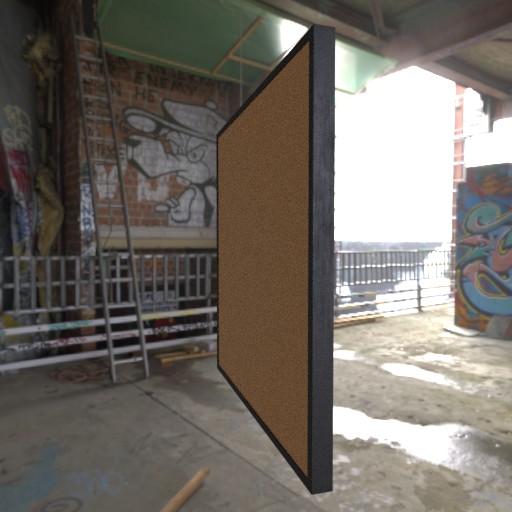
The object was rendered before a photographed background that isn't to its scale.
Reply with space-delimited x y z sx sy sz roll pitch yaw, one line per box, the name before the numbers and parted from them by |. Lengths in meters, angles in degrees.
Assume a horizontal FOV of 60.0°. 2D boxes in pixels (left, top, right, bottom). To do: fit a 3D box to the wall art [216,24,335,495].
wall art | 0.000 0.000 1.087 0.039 0.763 0.763 -1 2 -17
